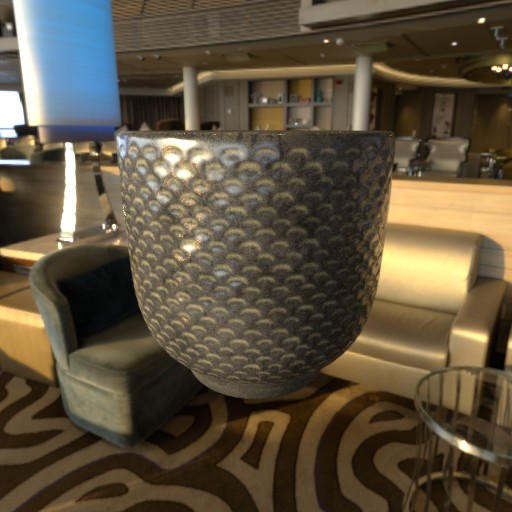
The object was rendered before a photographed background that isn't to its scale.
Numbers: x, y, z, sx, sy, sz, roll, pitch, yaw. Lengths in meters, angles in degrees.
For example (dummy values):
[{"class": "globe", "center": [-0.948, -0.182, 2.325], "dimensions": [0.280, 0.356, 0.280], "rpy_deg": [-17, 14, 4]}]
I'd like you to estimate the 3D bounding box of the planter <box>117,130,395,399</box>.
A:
[{"class": "planter", "center": [0.000, 0.000, 0.350], "dimensions": [0.197, 0.191, 0.197], "rpy_deg": [0, 16, 0]}]
